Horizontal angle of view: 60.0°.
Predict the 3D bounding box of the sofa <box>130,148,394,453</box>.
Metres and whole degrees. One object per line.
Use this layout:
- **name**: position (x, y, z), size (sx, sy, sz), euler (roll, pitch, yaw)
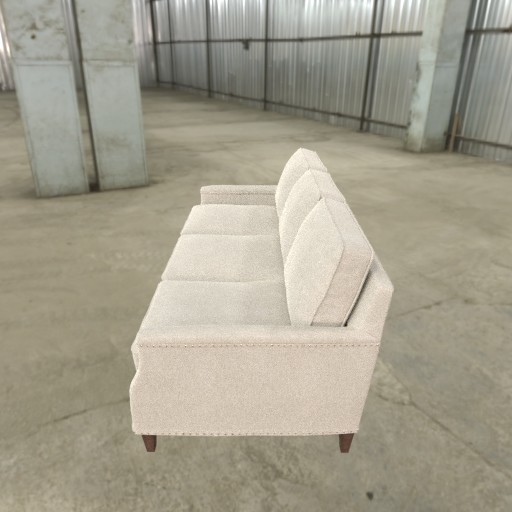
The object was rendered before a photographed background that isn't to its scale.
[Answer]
- **sofa**: position (0.000, 0.000, 2.797), size (1.084, 1.003, 2.246), euler (0, 24, 0)
